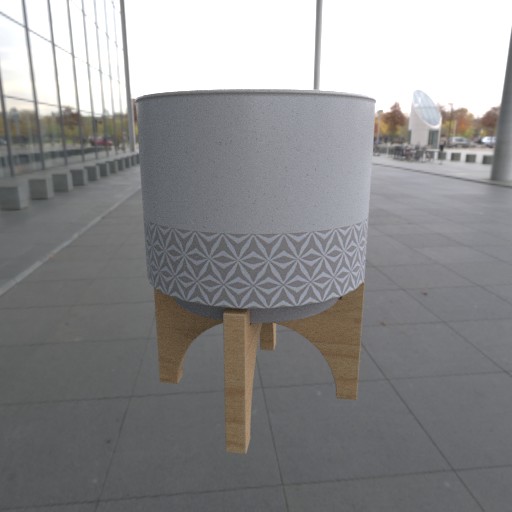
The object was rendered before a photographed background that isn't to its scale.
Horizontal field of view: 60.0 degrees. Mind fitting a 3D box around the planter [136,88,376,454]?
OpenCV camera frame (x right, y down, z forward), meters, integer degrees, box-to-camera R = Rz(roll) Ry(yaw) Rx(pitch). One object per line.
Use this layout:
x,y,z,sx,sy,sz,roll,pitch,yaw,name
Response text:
0.000,0.000,0.392,0.188,0.260,0.188,0,15,0,planter
